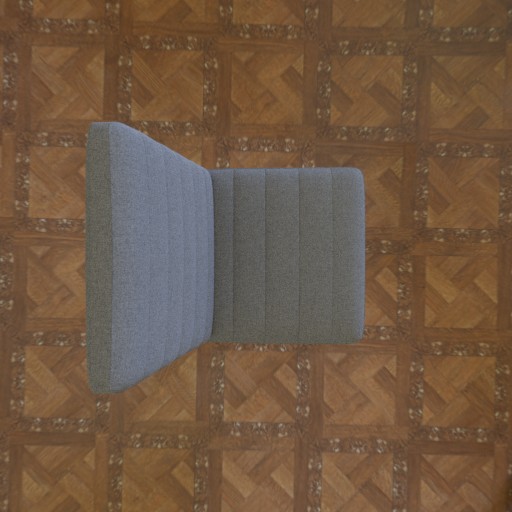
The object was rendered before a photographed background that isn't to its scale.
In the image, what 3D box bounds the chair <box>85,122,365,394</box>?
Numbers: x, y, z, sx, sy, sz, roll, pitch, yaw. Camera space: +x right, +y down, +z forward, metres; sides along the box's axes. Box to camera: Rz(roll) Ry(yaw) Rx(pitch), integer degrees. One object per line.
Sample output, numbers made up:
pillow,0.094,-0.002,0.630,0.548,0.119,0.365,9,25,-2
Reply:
chair,0.000,0.000,1.263,0.634,0.930,0.520,0,91,0
